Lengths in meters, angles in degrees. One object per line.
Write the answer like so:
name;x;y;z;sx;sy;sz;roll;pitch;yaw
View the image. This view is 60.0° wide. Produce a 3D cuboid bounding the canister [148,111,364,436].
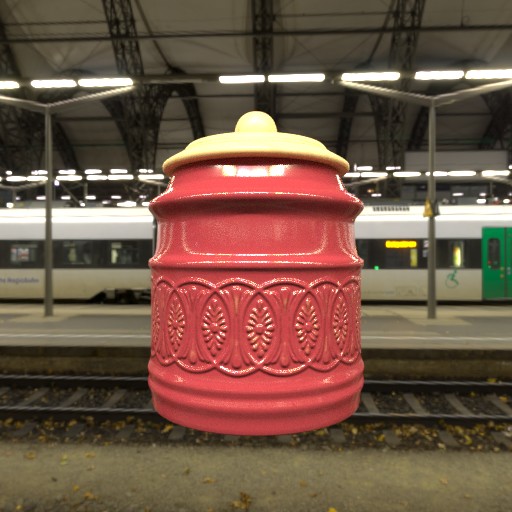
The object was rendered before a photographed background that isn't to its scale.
canister;0.000;0.000;0.273;0.130;0.176;0.130;0;0;0
